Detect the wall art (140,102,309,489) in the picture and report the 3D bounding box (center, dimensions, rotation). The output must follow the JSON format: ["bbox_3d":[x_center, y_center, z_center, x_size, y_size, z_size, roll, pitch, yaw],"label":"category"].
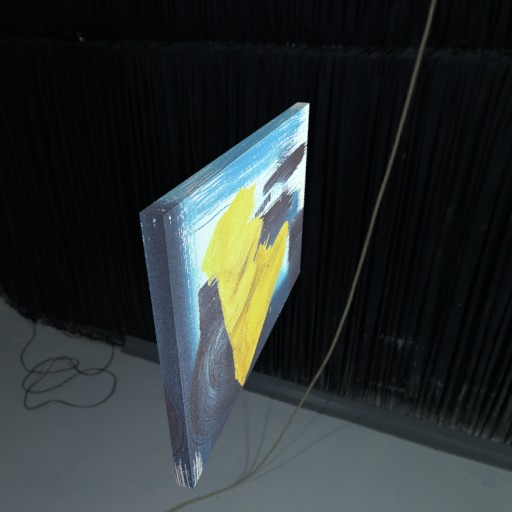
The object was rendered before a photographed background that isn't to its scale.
[{"bbox_3d":[0.000,0.000,1.145,0.039,0.610,0.914,9,30,16],"label":"wall art"}]
